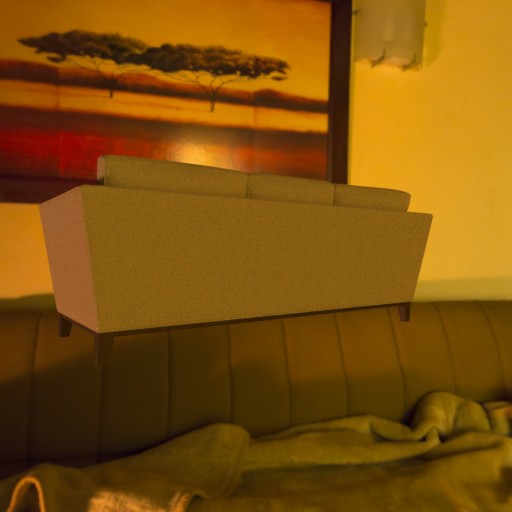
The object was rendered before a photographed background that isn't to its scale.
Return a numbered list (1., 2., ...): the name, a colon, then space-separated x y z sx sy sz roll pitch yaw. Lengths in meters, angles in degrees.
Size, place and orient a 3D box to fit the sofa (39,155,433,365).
1. sofa: 0.000 0.000 2.843 2.388 0.940 0.965 0 1 -35
